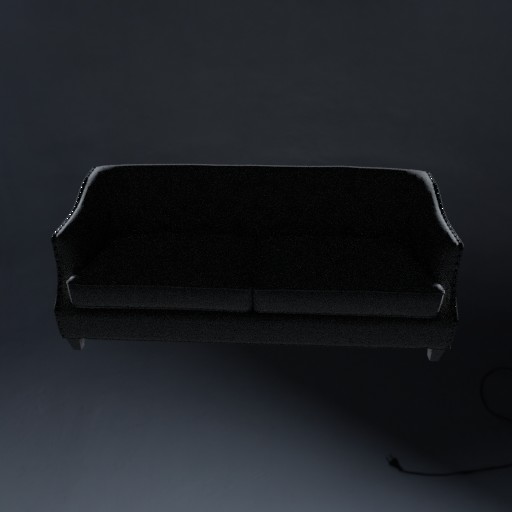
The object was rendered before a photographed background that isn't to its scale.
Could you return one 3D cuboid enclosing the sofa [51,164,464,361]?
[{"bbox_3d":[0.000,0.000,2.744,2.235,0.901,0.914,1,30,2],"label":"sofa"}]
